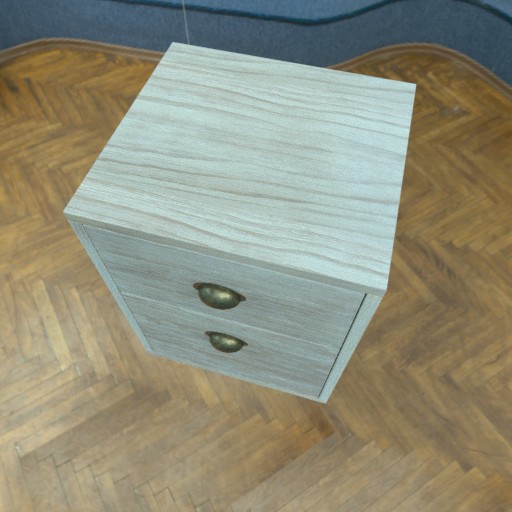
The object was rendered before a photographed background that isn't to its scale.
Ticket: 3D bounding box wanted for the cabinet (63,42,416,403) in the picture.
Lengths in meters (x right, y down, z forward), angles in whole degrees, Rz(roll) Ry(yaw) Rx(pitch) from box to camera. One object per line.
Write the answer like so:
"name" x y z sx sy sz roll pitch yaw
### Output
"cabinet" 0.000 0.000 0.868 0.409 0.579 0.401 14 59 8
